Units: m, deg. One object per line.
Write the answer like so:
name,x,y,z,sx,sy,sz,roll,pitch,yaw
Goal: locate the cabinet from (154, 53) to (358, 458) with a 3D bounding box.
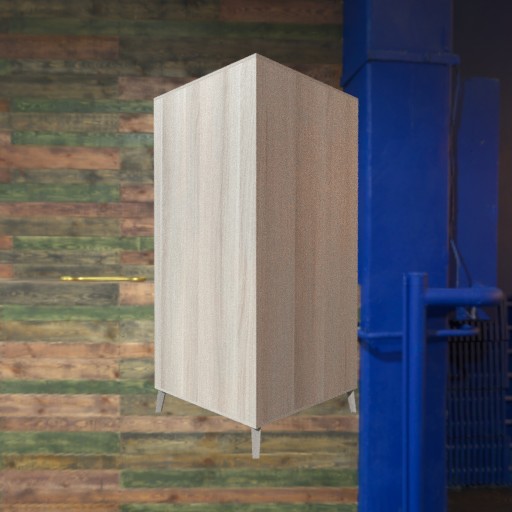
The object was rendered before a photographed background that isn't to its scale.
cabinet,0.000,0.000,2.621,1.272,1.957,0.969,0,1,0
